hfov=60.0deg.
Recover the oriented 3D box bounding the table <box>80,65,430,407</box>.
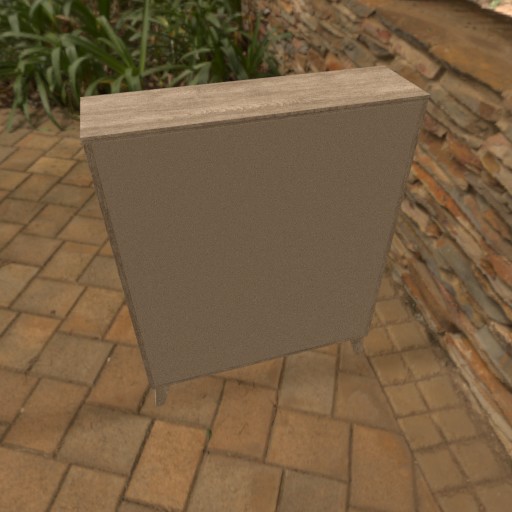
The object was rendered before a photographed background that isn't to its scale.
[{"bbox_3d":[0.000,0.000,1.559,0.902,1.135,0.256,-11,42,-12],"label":"table"}]
